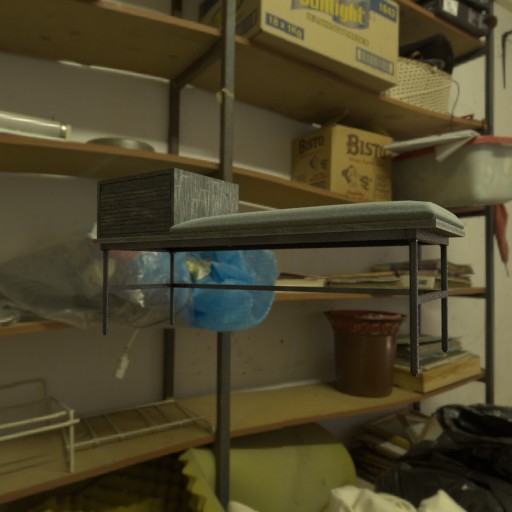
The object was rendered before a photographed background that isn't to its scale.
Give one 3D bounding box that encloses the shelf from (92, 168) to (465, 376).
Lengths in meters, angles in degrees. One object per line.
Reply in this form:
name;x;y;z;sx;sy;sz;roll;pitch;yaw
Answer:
shelf;0.000;0.000;1.627;1.342;0.633;0.457;-1;-2;34
